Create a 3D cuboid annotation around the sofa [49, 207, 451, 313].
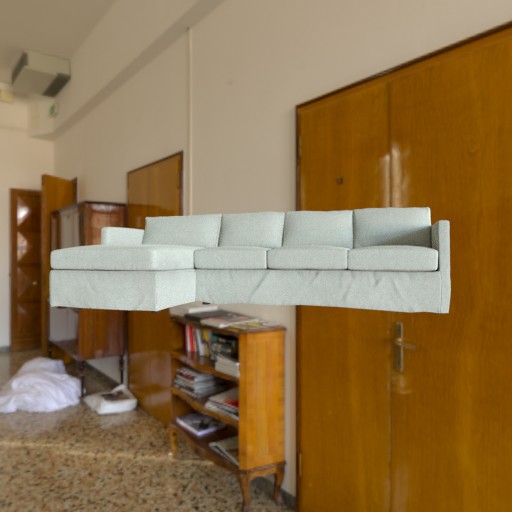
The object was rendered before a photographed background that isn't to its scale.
[{"bbox_3d":[0.000,0.000,3.984,3.205,0.922,1.650,0,0,17],"label":"sofa"}]
